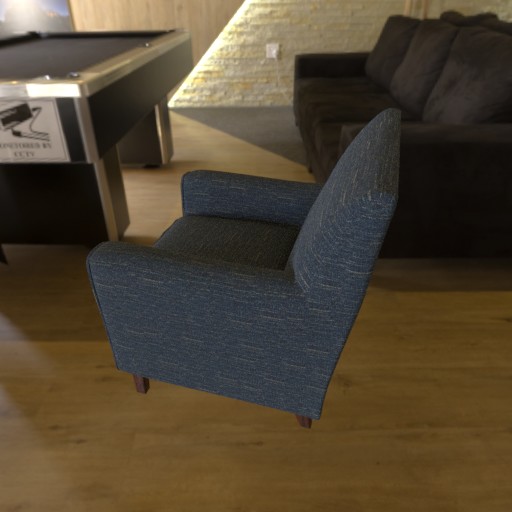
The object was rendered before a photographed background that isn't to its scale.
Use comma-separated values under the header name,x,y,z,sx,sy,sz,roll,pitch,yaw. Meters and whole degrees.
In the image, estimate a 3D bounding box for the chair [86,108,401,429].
name,x,y,z,sx,sy,sz,roll,pitch,yaw
chair,0.000,0.000,1.624,0.873,0.928,0.864,8,32,14
